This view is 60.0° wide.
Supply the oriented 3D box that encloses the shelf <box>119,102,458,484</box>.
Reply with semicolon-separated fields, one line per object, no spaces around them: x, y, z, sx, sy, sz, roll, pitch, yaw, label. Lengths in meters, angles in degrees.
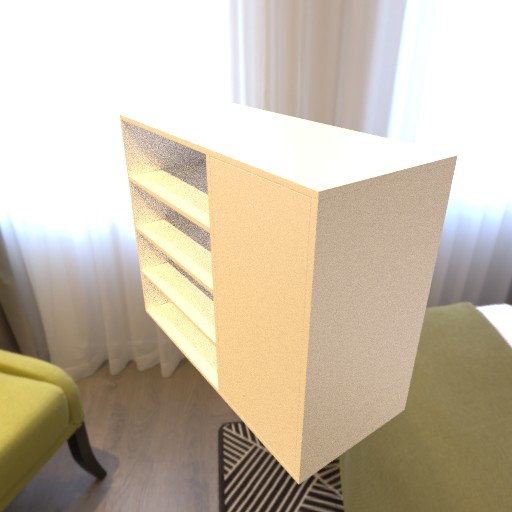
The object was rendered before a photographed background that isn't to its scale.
0.000;0.000;1.312;0.396;0.732;0.895;-18;33;-31;shelf
